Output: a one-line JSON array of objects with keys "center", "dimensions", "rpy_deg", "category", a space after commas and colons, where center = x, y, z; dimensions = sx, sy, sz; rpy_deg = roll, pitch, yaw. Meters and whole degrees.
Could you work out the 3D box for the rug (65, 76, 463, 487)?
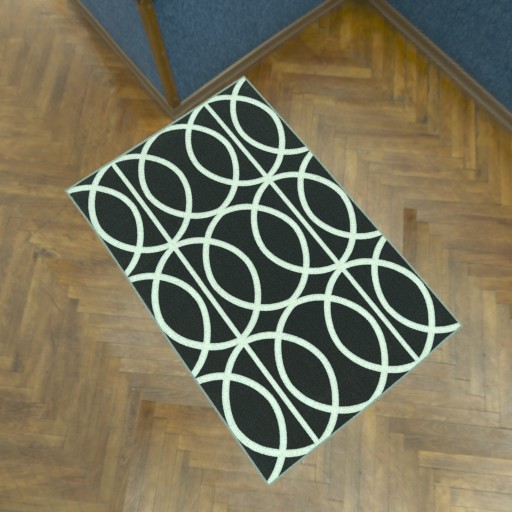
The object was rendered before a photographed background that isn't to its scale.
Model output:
[{"center": [0.000, 0.000, 2.875], "dimensions": [1.526, 0.014, 2.290], "rpy_deg": [-36, 77, -9], "category": "rug"}]
